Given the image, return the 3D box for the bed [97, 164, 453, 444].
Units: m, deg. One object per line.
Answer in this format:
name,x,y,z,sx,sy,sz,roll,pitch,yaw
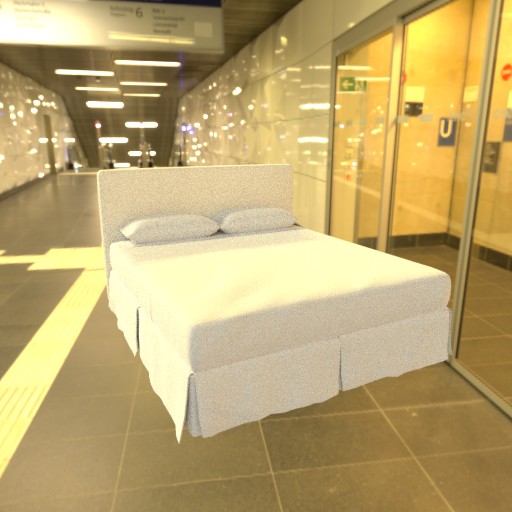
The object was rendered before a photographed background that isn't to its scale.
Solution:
bed,0.000,0.000,3.607,2.119,1.317,2.341,-8,17,-27
